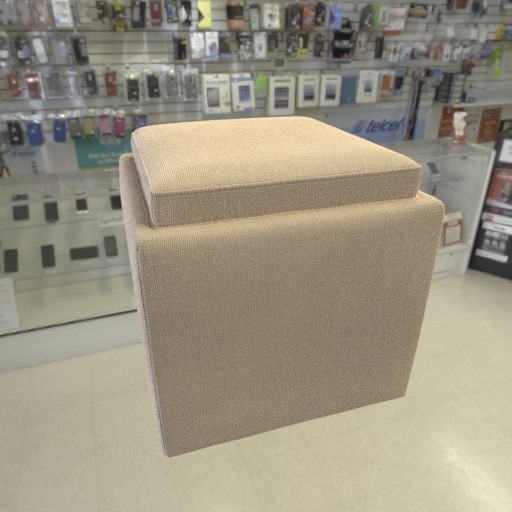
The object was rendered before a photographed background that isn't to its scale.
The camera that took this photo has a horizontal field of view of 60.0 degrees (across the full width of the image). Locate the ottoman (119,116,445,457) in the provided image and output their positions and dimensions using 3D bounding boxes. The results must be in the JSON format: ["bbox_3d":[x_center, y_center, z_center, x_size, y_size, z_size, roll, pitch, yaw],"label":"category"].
[{"bbox_3d":[0.000,0.000,0.827,0.451,0.460,0.450,-8,28,-16],"label":"ottoman"}]
